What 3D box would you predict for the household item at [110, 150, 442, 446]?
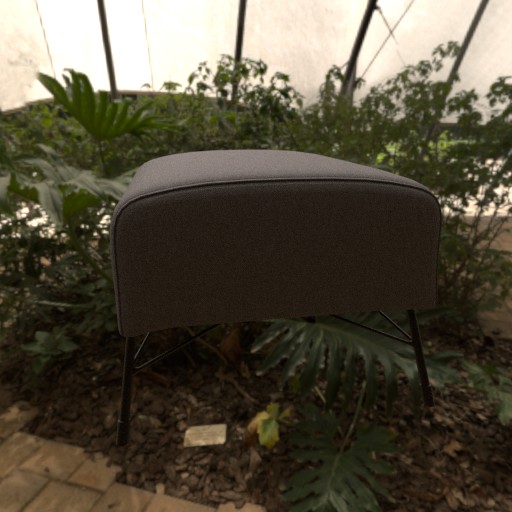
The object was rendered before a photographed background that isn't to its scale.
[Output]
[{"bbox_3d":[0.000,0.000,0.901,0.530,0.410,0.530,-3,17,-10],"label":"household item"}]
